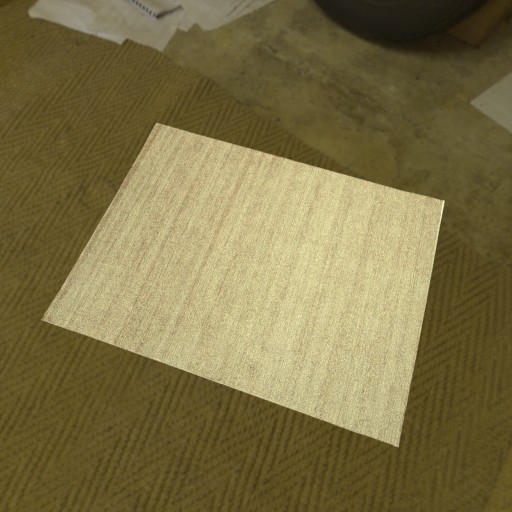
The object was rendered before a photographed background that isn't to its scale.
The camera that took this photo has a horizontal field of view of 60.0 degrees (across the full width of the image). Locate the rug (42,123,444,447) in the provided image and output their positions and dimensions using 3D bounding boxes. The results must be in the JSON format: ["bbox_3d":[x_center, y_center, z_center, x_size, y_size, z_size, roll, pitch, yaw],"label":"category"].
[{"bbox_3d":[0.000,0.000,4.191,3.202,0.045,2.434,17,64,9],"label":"rug"}]
